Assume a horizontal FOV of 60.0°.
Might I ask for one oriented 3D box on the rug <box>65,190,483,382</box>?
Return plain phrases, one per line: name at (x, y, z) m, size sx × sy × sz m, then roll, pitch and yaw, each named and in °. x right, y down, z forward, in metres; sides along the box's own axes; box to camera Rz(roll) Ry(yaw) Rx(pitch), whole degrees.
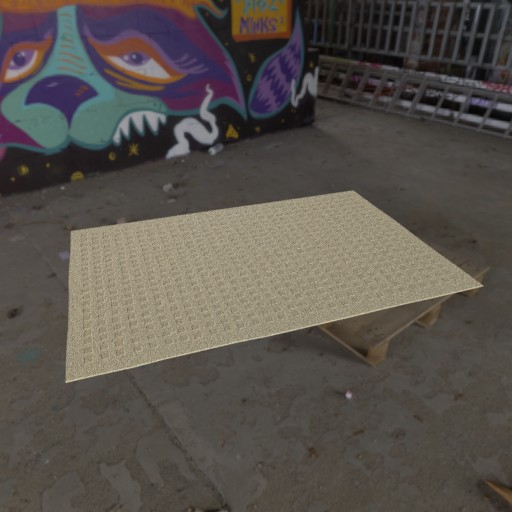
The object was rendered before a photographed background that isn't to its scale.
rug at (0.000, 0.000, 2.195) m, size 1.747 × 0.006 × 1.143 m, roll -10°, pitch 33°, yaw -16°
